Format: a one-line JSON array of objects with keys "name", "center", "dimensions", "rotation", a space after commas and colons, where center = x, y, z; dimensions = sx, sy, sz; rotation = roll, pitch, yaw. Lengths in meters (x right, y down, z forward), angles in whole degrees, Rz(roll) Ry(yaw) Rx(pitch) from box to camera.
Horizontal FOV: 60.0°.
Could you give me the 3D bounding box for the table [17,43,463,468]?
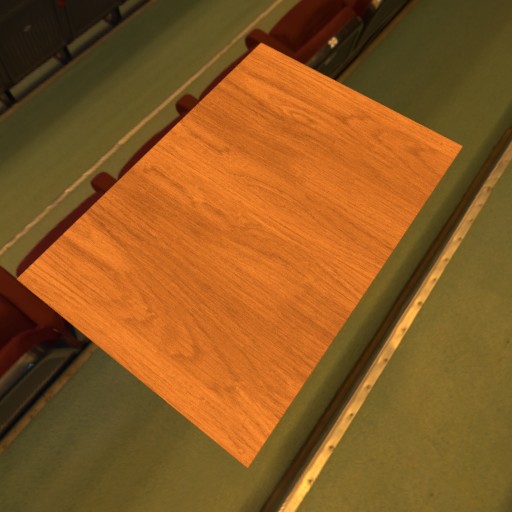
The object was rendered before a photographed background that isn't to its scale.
[{"name": "table", "center": [0.000, 0.000, 1.840], "dimensions": [0.900, 0.770, 1.300], "rotation": [34, 69, 14]}]
